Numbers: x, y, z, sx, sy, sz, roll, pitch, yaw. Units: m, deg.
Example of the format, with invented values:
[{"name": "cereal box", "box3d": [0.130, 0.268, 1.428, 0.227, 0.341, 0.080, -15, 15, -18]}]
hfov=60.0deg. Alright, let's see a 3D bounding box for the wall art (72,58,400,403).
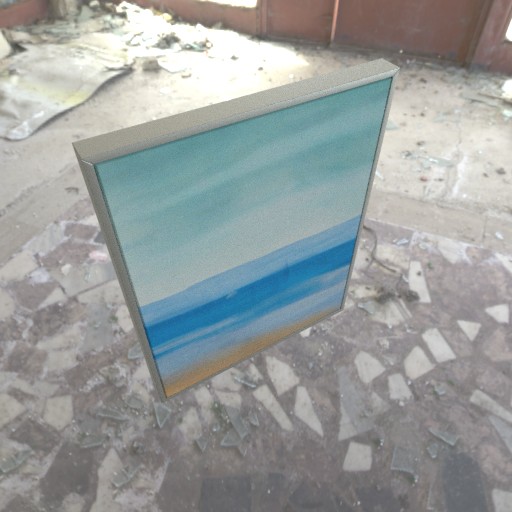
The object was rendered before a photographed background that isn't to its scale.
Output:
[{"name": "wall art", "box3d": [0.000, 0.000, 0.749, 0.445, 0.553, 0.039, -23, 50, -21]}]
